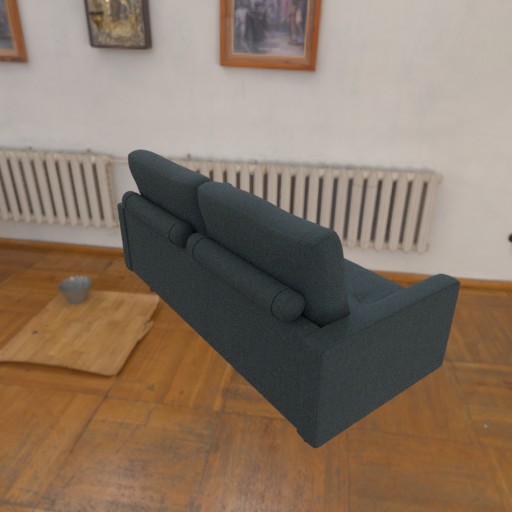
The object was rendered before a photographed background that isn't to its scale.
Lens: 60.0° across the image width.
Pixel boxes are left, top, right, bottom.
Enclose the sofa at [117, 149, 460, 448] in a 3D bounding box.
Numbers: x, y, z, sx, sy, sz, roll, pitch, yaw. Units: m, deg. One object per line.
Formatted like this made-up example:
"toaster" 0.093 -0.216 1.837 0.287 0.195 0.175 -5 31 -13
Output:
"sofa" 0.000 0.000 2.589 0.966 1.050 2.010 -18 31 -32
